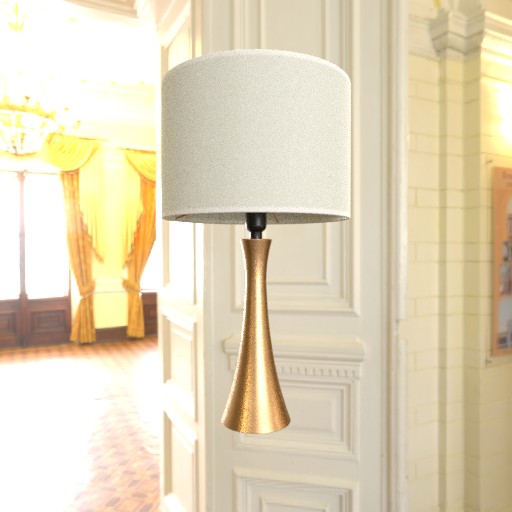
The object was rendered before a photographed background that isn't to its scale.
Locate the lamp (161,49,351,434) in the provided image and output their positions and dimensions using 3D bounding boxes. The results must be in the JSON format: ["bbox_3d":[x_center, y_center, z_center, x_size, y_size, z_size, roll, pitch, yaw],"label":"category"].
[{"bbox_3d":[0.000,0.000,0.645,0.268,0.479,0.268,0,1,17],"label":"lamp"}]
